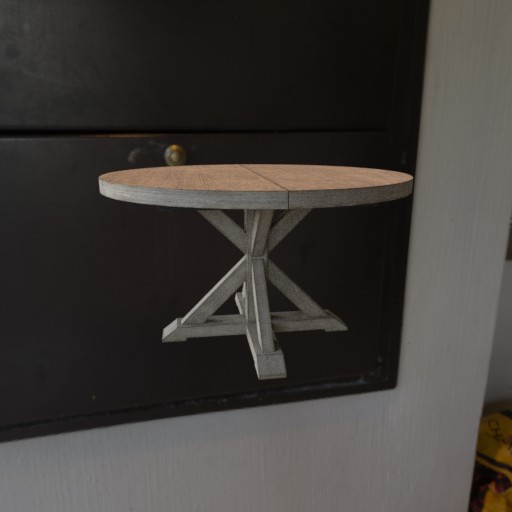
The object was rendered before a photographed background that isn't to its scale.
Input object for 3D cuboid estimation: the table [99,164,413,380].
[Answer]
[{"bbox_3d":[0.000,0.000,2.124,1.363,0.781,1.363,0,15,0],"label":"table"}]
